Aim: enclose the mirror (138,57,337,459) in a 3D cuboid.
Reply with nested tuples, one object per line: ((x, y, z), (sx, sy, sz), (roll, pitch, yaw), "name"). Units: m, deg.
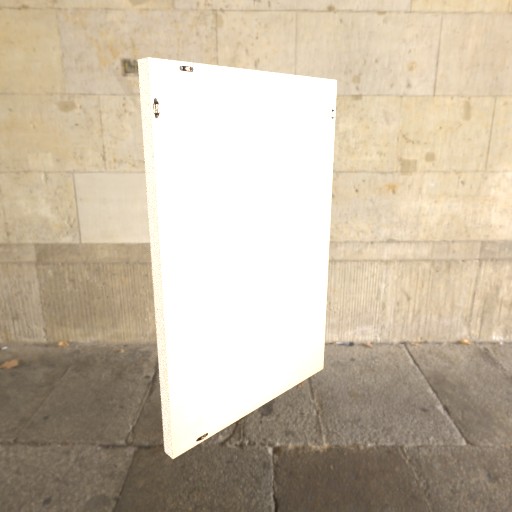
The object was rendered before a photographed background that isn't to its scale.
((0.000, 0.000, 1.183), (0.609, 0.915, 0.041), (-15, 22, -42), "mirror")
